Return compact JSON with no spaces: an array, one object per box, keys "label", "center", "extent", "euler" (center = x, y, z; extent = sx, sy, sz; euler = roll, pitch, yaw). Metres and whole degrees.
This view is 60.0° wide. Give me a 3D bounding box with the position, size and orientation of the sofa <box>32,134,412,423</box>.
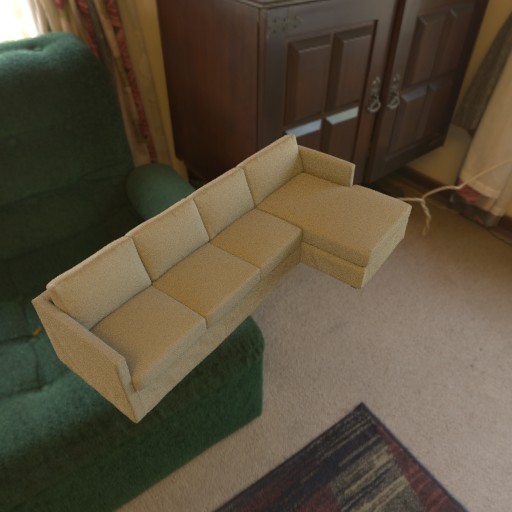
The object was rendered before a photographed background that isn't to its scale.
[{"label":"sofa","center":[0.000,0.000,3.894],"extent":[1.622,0.867,3.177],"euler":[26,47,27]}]
